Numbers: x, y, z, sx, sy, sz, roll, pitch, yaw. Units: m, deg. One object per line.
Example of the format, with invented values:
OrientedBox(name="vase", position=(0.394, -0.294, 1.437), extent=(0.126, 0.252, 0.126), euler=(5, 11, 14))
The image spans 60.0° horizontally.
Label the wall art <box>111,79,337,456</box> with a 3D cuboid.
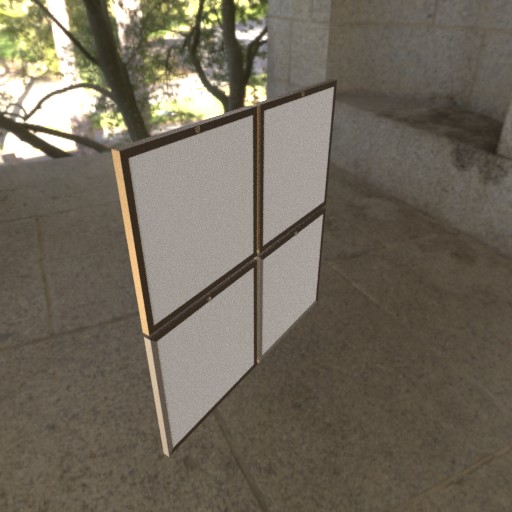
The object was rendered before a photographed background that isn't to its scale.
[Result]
OrientedBox(name="wall art", position=(0.000, 0.000, 1.563), extent=(0.030, 1.032, 1.032), euler=(20, 36, 29))
